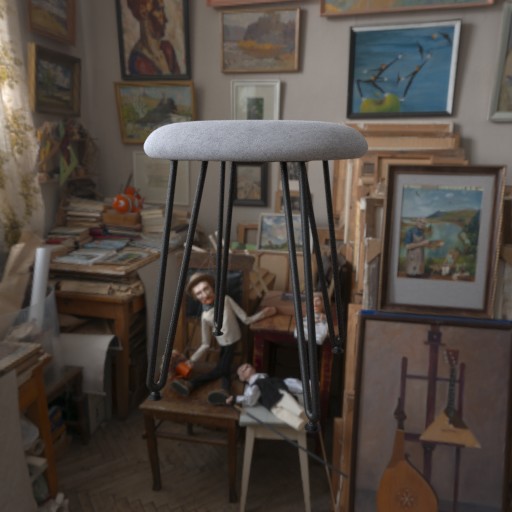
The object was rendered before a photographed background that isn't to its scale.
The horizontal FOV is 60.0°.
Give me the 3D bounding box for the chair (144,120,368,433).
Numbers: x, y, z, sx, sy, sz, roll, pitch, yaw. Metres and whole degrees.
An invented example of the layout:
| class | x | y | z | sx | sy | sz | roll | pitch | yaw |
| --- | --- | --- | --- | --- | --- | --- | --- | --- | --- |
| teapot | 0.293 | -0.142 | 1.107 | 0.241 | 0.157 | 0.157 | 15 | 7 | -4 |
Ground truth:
| class | x | y | z | sx | sy | sz | roll | pitch | yaw |
| --- | --- | --- | --- | --- | --- | --- | --- | --- | --- |
| chair | 0.000 | 0.000 | 0.667 | 0.350 | 0.386 | 0.350 | -7 | 16 | -26 |
